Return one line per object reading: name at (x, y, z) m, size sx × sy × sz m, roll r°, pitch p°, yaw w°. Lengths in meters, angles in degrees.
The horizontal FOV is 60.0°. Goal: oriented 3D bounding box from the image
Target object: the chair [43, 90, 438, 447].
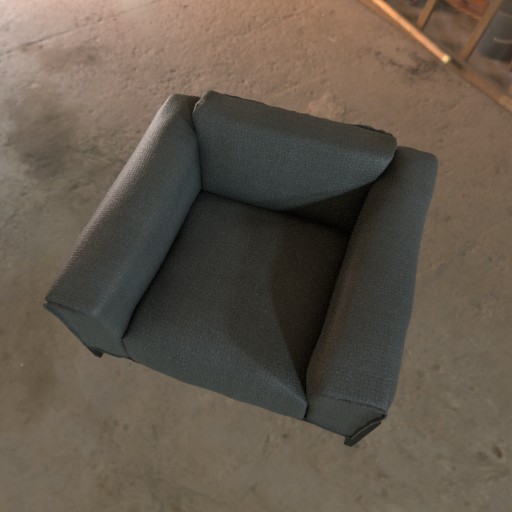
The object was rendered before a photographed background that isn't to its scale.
chair at (0.000, 0.000, 1.610) m, size 1.056 × 0.646 × 0.969 m, roll 16°, pitch 61°, yaw 10°
